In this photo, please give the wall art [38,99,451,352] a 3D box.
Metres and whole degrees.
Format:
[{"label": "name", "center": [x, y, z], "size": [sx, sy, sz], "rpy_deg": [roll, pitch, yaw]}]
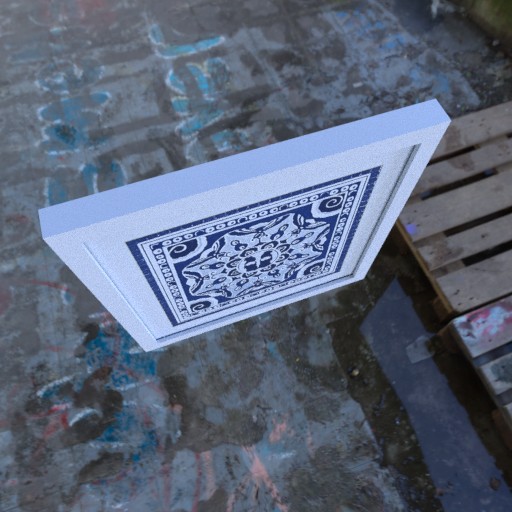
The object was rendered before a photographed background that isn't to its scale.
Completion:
[{"label": "wall art", "center": [0.000, 0.000, 0.529], "size": [0.355, 0.355, 0.027], "rpy_deg": [-18, 65, -8]}]
